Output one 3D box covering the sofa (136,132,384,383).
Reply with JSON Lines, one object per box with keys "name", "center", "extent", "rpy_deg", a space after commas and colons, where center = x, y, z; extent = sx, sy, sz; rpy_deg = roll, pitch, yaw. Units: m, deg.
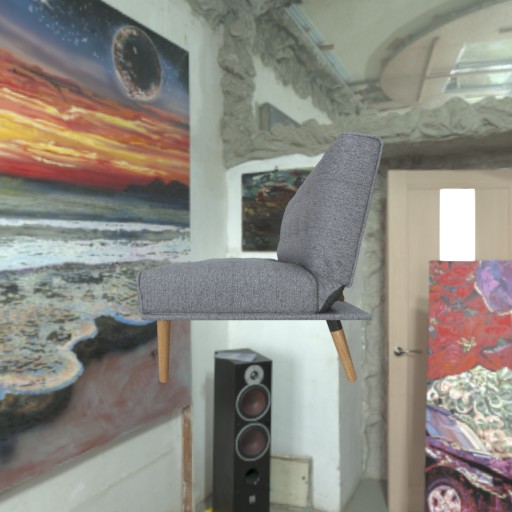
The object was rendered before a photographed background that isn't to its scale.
{"name": "sofa", "center": [0.000, 0.000, 2.329], "extent": [0.810, 0.830, 1.820], "rpy_deg": [0, 0, 0]}
